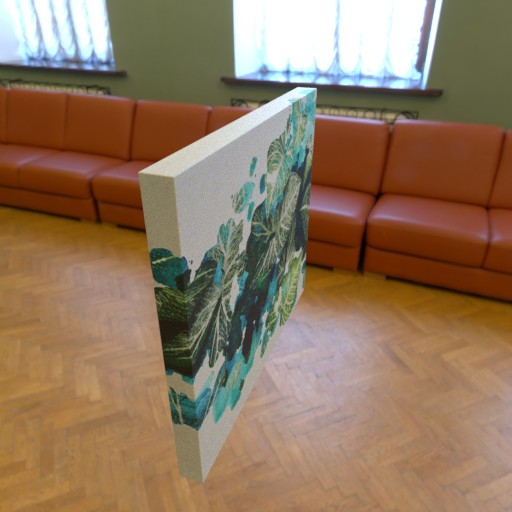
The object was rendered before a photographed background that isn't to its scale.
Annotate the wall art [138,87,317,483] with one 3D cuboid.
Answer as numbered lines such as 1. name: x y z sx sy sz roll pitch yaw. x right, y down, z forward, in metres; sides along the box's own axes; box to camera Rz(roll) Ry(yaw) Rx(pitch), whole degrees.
1. wall art: 0.000 0.000 0.706 0.041 0.435 0.507 11 31 18
